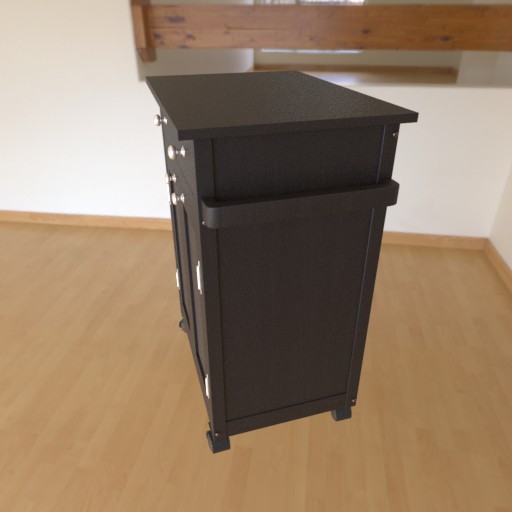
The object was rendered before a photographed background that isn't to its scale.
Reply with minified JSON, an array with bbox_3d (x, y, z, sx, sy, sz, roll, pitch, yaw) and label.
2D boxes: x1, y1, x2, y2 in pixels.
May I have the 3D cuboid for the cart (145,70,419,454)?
[{"bbox_3d":[0.000,0.000,1.249,0.456,0.879,0.660,-9,31,-15],"label":"cart"}]
